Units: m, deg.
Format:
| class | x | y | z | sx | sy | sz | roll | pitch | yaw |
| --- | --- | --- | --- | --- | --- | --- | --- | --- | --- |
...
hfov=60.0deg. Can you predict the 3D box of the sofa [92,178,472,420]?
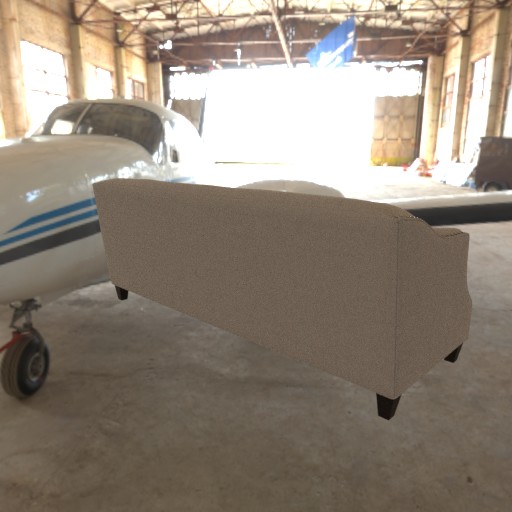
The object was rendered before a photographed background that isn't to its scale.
| class | x | y | z | sx | sy | sz | roll | pitch | yaw |
| --- | --- | --- | --- | --- | --- | --- | --- | --- | --- |
| sofa | 0.000 | 0.000 | 2.672 | 2.235 | 0.901 | 0.914 | 13 | 19 | 42 |
